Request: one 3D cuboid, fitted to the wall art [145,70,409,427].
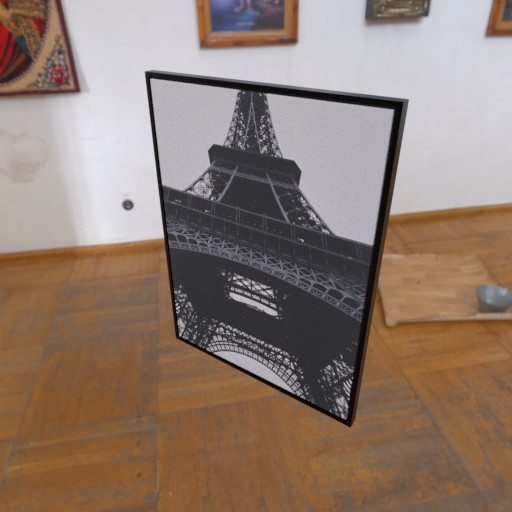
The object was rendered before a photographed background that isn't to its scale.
[{"bbox_3d":[0.000,0.000,1.443,0.805,1.062,0.040,19,35,29],"label":"wall art"}]
